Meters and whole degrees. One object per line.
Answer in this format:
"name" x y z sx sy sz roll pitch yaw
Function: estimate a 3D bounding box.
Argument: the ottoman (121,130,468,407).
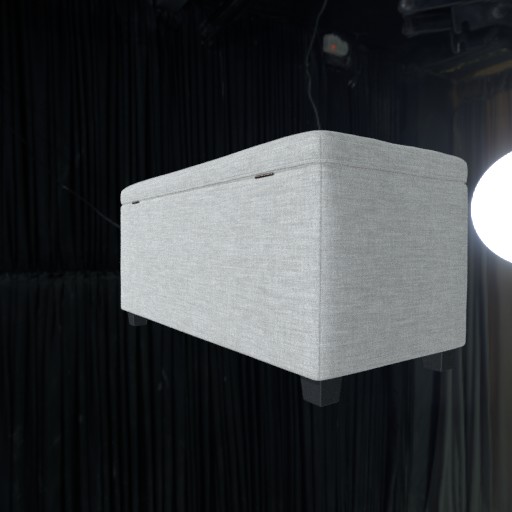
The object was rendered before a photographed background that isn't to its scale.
"ottoman" 0.000 0.000 1.110 0.419 0.432 0.902 -1 2 -35
